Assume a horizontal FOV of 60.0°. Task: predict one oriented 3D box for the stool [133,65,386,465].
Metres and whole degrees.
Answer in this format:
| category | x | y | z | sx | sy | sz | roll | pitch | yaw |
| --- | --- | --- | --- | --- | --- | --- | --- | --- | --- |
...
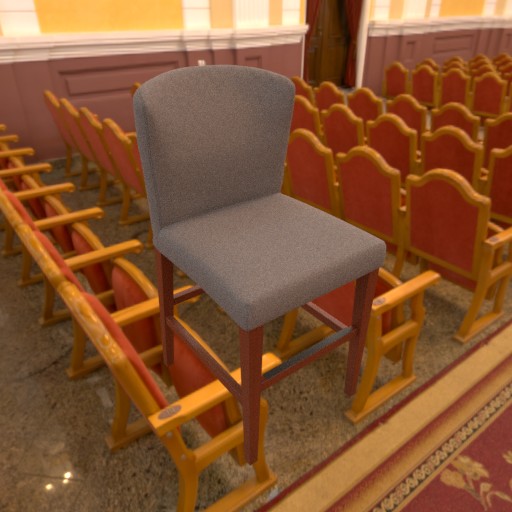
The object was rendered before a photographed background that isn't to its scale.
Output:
| category | x | y | z | sx | sy | sz | roll | pitch | yaw |
| --- | --- | --- | --- | --- | --- | --- | --- | --- | --- |
| stool | 0.000 | 0.000 | 1.284 | 0.481 | 0.968 | 0.568 | -21 | 36 | -32 |
